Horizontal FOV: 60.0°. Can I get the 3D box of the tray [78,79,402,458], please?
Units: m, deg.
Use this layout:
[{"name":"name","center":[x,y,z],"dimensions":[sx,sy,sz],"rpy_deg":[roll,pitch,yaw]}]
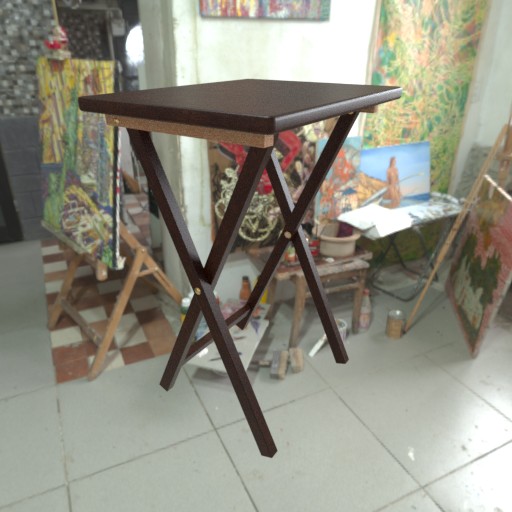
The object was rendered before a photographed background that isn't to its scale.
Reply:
[{"name":"tray","center":[0.000,0.000,0.943],"dimensions":[0.381,0.660,0.483],"rpy_deg":[17,30,31]}]
